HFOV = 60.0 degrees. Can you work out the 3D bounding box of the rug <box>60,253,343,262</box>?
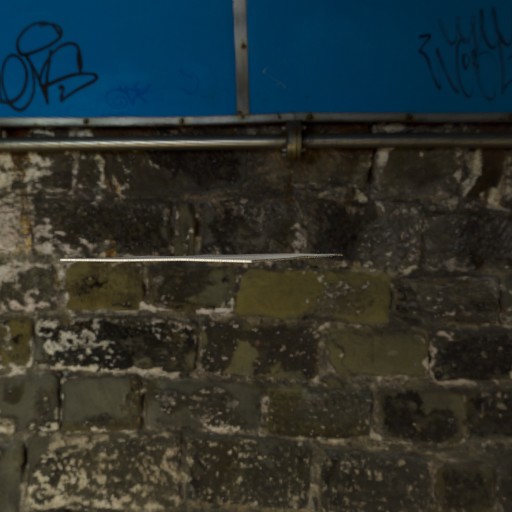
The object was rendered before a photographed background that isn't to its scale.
[{"bbox_3d":[0.000,0.000,2.714,0.762,0.013,2.439,0,1,18],"label":"rug"}]
